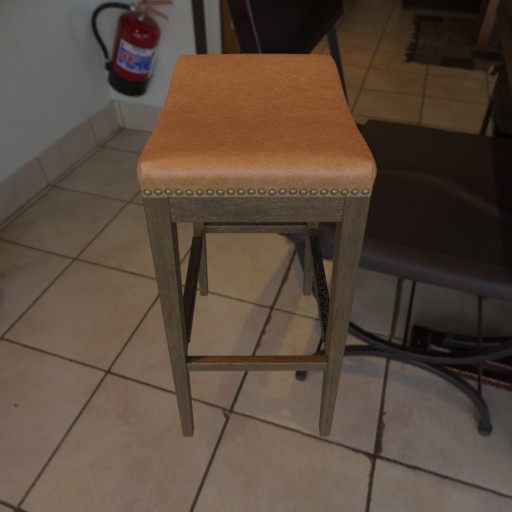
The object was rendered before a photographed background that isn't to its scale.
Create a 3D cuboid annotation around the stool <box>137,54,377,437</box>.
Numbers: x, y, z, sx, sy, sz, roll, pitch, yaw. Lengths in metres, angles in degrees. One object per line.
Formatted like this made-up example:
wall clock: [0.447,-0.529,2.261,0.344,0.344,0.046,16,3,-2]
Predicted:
stool: [0.000,0.000,1.028,0.361,0.759,0.500,0,42,0]
